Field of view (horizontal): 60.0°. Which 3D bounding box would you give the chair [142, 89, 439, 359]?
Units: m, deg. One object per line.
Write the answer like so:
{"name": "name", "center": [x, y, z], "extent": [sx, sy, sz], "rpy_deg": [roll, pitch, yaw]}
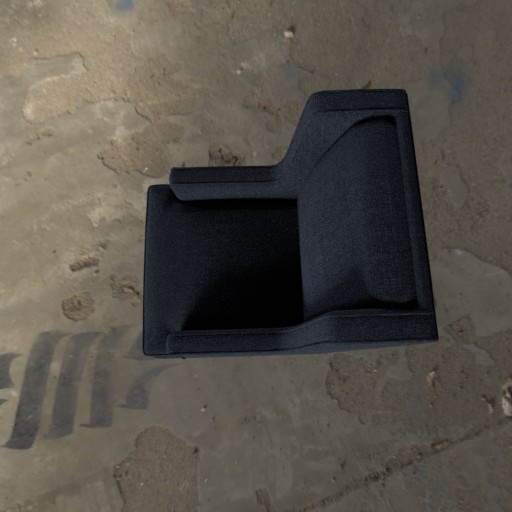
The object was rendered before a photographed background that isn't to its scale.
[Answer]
{"name": "chair", "center": [0.000, 0.000, 1.752], "extent": [0.947, 1.072, 0.764], "rpy_deg": [-2, 76, 0]}
